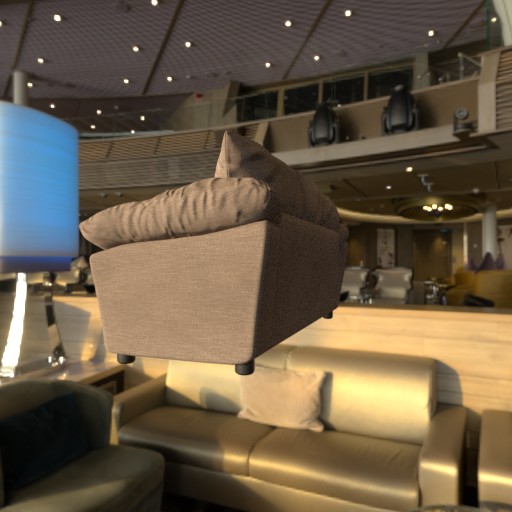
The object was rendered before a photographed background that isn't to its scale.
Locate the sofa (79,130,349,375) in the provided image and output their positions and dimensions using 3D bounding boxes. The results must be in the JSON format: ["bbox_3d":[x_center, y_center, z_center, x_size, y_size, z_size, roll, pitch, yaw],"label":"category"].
[{"bbox_3d":[0.000,0.000,2.910,0.927,1.043,2.390,0,-1,20],"label":"sofa"}]
